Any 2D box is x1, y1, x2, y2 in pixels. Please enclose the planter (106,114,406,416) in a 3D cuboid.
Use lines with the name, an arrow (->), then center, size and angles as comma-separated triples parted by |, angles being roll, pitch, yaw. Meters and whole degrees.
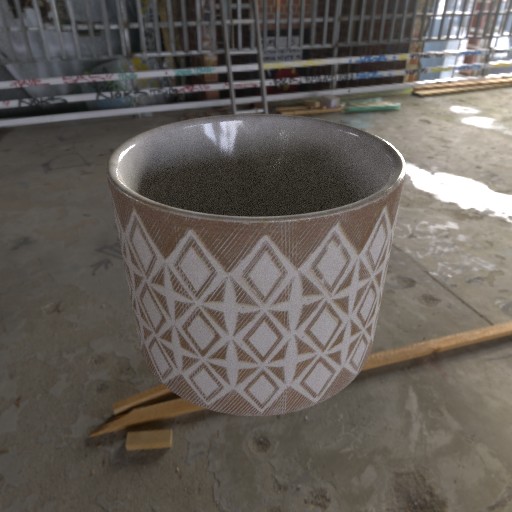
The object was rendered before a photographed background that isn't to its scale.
planter -> 0.000, 0.000, 0.340 | 0.193, 0.165, 0.193 | 0, 33, 0
